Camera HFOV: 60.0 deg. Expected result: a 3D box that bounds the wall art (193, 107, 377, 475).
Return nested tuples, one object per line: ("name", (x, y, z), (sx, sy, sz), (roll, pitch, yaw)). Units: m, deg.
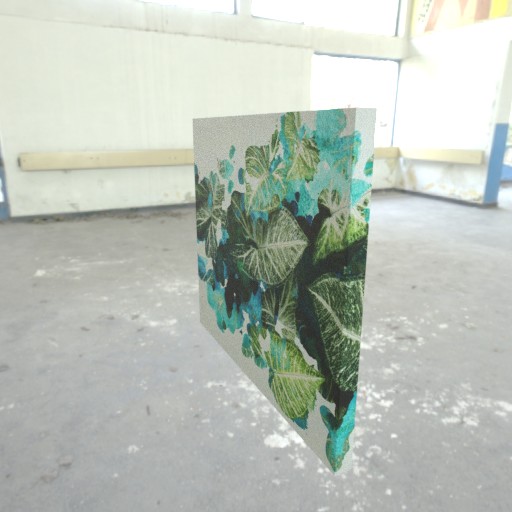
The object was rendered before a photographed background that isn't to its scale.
("wall art", (0.000, 0.000, 1.005), (0.043, 0.610, 0.711), (-8, 18, -25))
